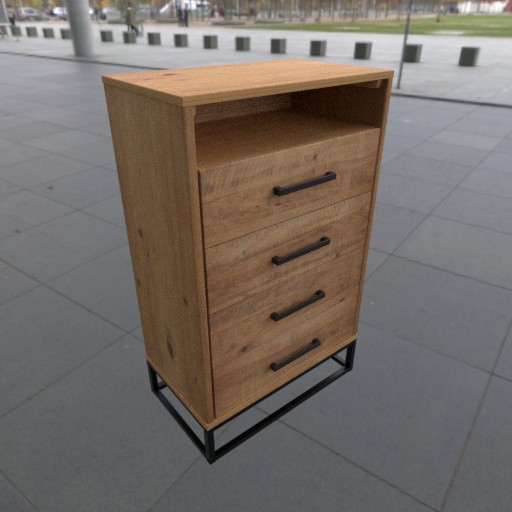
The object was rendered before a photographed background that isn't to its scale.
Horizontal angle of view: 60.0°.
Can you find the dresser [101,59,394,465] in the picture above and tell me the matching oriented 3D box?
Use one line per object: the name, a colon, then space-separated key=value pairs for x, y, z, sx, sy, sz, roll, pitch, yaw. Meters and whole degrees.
dresser: x=0.000 y=0.000 z=1.613 sx=0.761 sy=1.240 sz=0.479 roll=-21 pitch=36 yaw=-33
